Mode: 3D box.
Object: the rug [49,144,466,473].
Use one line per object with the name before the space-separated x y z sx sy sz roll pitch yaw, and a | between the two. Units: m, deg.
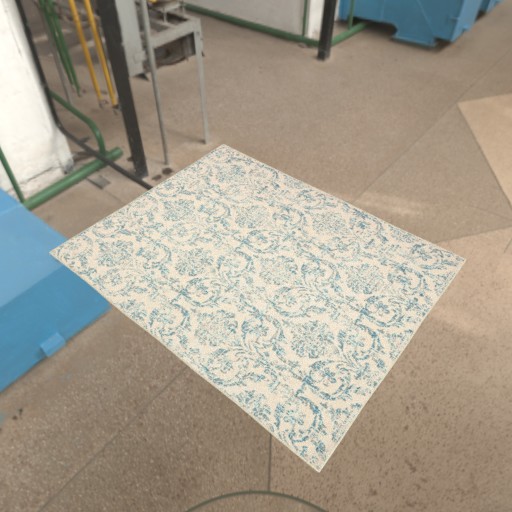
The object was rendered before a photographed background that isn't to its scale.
rug | 0.000 0.000 4.031 2.980 0.012 2.363 31 54 26
